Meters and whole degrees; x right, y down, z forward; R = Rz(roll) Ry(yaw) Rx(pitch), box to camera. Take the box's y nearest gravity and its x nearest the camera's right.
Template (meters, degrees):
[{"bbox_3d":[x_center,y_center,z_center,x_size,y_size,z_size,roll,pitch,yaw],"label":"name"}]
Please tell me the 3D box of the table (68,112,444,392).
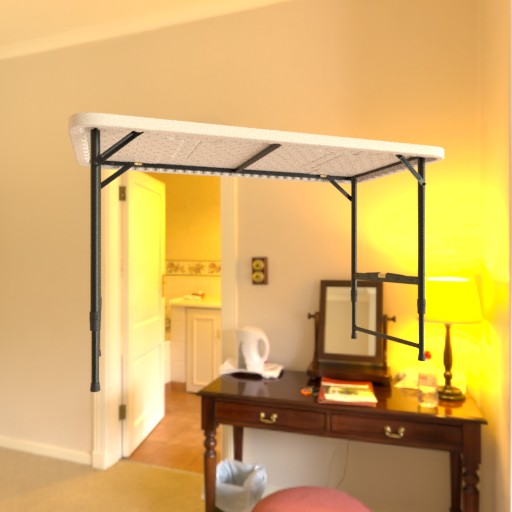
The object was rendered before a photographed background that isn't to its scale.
[{"bbox_3d":[0.000,0.000,1.595,1.219,0.737,0.610,0,0,-19],"label":"table"}]
